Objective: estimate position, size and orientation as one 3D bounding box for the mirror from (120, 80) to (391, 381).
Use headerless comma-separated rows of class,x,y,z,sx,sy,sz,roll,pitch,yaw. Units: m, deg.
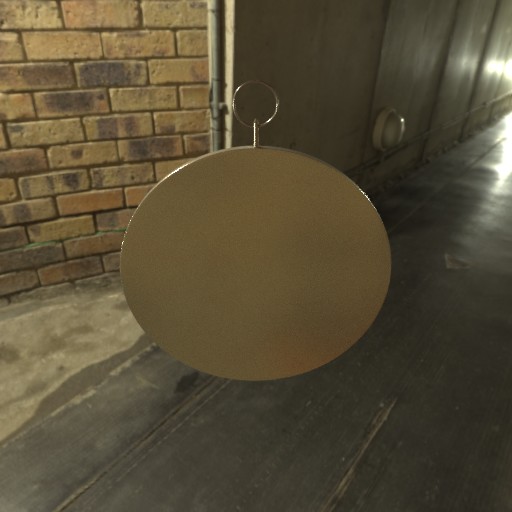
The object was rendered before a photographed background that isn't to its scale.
mirror,0.000,0.000,0.960,0.594,0.713,0.020,0,29,-1
